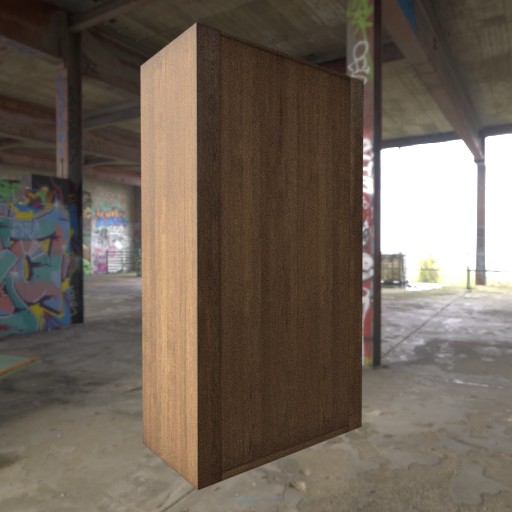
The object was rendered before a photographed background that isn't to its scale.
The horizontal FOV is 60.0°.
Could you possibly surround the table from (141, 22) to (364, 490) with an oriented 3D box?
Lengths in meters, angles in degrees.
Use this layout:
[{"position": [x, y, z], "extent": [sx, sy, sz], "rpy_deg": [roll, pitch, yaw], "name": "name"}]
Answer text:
[{"position": [0.000, 0.000, 2.464], "extent": [1.100, 2.000, 0.600], "rpy_deg": [-1, 2, -38], "name": "table"}]
